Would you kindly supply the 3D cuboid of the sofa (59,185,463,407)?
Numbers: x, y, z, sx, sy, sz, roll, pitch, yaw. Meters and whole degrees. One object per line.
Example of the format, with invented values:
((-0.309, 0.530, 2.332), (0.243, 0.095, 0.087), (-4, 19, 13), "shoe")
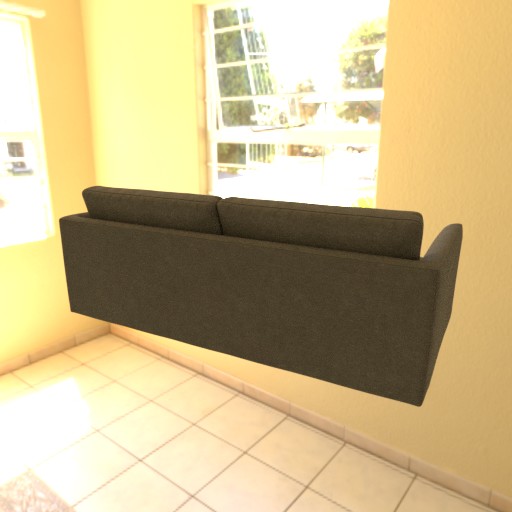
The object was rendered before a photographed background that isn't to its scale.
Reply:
((0.000, 0.000, 2.767), (2.257, 0.838, 1.092), (8, 18, 27), "sofa")
